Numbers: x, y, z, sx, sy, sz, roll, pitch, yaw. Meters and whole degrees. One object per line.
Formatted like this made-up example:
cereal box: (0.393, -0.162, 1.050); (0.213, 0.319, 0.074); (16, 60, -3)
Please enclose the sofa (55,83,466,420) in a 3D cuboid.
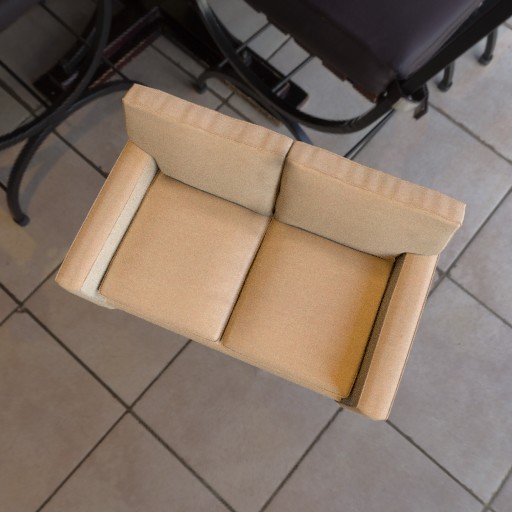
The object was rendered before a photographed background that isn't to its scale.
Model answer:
sofa: (0.000, 0.000, 2.023); (1.484, 0.853, 0.942); (22, 76, 6)
